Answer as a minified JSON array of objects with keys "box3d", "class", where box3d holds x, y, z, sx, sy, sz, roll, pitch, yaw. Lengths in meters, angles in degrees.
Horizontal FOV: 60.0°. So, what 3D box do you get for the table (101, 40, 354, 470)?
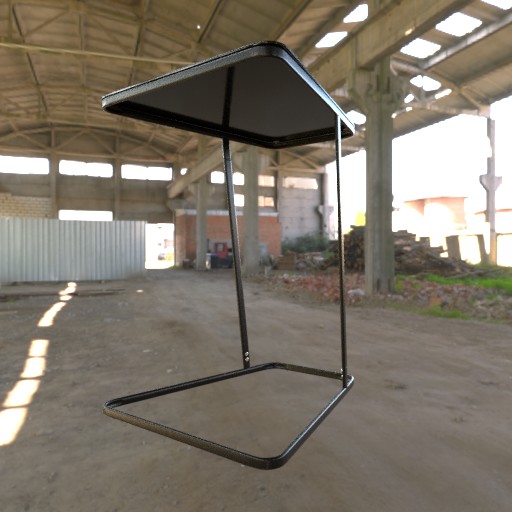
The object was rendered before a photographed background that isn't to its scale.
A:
[{"box3d":[0.000,0.000,0.953,0.427,0.624,0.500,0,0,36],"class":"table"}]
